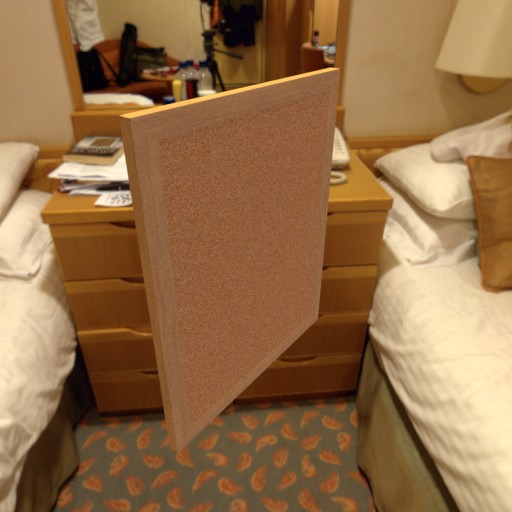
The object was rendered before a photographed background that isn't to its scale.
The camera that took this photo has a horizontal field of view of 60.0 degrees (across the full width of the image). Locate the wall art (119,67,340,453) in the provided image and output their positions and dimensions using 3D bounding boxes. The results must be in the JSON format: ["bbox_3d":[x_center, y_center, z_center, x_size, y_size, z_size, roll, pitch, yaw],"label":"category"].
[{"bbox_3d":[0.000,0.000,0.774,0.020,0.561,0.460,22,37,32],"label":"wall art"}]
